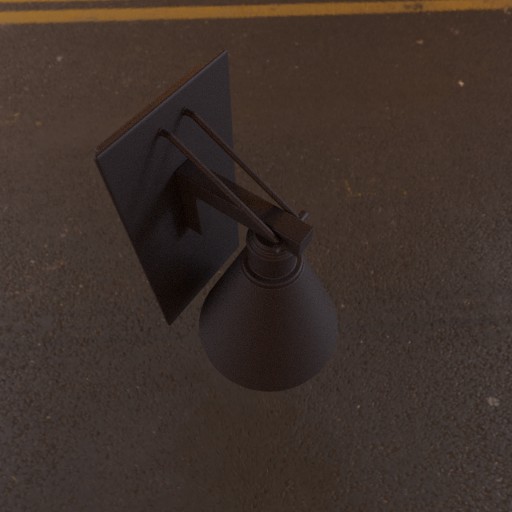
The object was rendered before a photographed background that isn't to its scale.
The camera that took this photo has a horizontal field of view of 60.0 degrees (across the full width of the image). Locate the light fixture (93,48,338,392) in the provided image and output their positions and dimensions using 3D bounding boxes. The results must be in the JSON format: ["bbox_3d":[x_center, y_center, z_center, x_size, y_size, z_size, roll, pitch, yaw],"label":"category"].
[{"bbox_3d":[0.000,0.000,0.432,0.207,0.298,0.170,31,64,17],"label":"light fixture"}]
